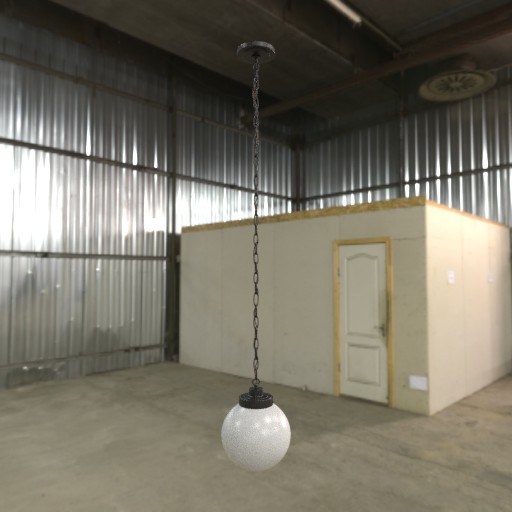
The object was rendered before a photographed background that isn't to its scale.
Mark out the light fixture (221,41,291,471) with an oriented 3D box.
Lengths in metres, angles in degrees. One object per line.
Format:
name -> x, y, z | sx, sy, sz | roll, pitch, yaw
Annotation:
light fixture -> 0.000, 0.000, 1.982 | 0.305, 1.867, 0.304 | 1, -2, -17
